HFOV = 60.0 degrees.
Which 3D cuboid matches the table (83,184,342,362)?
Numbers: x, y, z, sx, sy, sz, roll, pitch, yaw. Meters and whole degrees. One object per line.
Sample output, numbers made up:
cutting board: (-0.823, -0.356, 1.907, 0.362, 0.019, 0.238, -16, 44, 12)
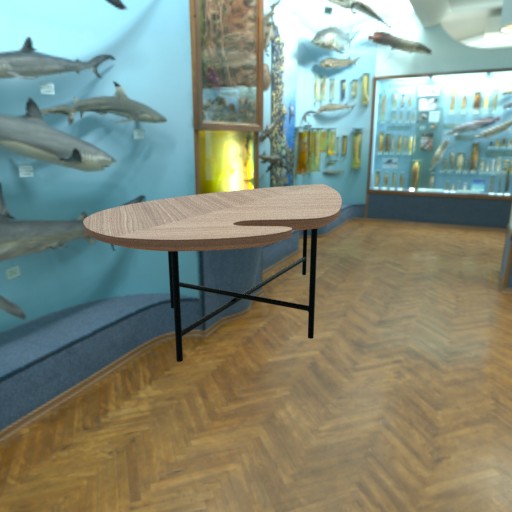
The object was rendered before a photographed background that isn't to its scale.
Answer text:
table: (0.000, 0.000, 1.447, 0.598, 0.360, 1.199, 8, 17, 27)
